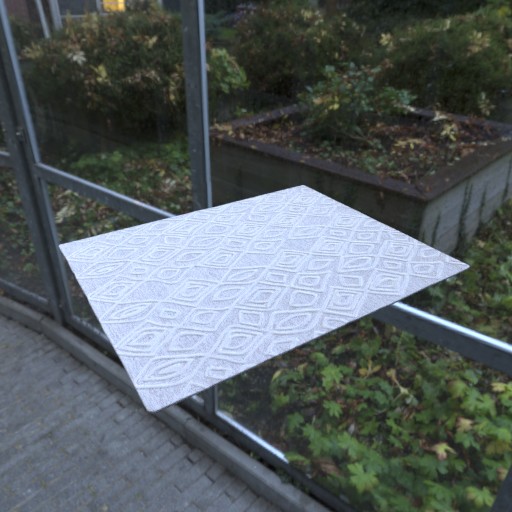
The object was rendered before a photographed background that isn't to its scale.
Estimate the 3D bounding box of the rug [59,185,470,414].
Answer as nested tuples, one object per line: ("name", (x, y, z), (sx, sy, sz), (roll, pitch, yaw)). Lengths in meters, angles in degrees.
("rug", (0.000, 0.000, 4.170), (3.049, 0.025, 2.449), (-18, 34, -28))
